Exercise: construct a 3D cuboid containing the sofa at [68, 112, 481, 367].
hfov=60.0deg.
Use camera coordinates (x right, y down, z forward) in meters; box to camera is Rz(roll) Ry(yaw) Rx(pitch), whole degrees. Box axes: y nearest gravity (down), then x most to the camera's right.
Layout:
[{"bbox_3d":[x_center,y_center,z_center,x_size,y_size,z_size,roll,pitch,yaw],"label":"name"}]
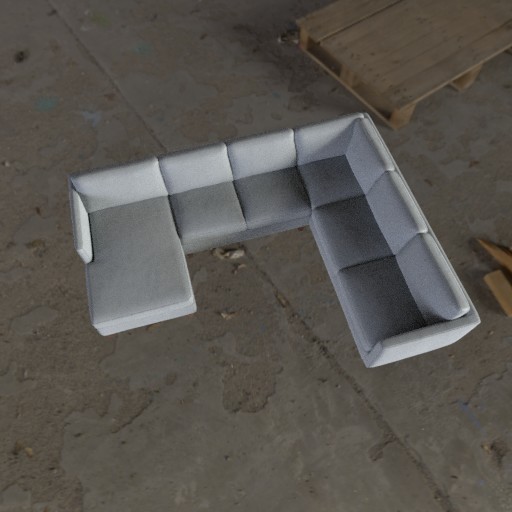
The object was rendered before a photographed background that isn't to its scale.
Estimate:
[{"bbox_3d":[0.000,0.000,4.285,3.238,0.853,2.551,-14,63,-7],"label":"sofa"}]
